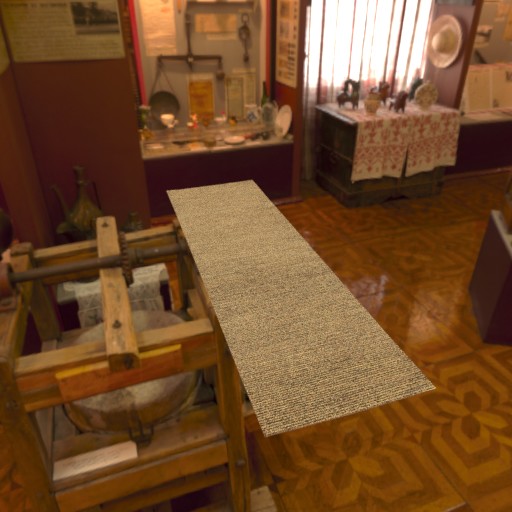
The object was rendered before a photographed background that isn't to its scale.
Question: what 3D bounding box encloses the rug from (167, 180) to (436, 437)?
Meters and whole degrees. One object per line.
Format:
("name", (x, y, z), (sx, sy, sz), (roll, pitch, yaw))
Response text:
("rug", (0.000, 0.000, 2.554), (0.697, 0.013, 2.335), (-9, 32, -15))
